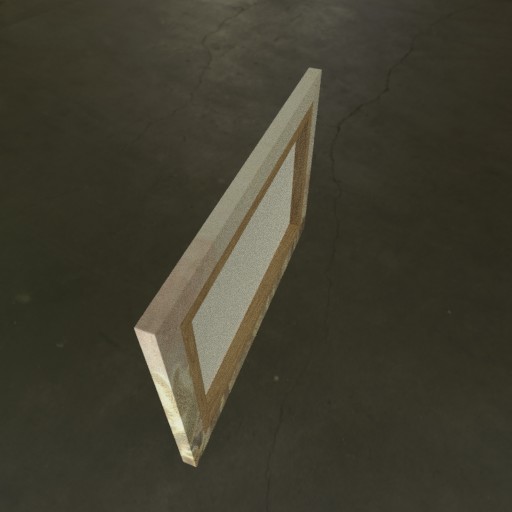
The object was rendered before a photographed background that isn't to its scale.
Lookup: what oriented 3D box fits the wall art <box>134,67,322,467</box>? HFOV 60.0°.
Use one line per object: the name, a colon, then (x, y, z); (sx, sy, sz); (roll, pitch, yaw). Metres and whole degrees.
wall art: (0.000, 0.000, 1.169); (0.040, 0.608, 0.916); (16, 50, 14)
